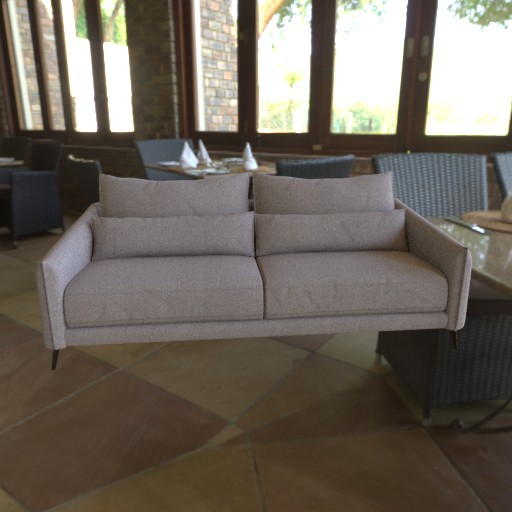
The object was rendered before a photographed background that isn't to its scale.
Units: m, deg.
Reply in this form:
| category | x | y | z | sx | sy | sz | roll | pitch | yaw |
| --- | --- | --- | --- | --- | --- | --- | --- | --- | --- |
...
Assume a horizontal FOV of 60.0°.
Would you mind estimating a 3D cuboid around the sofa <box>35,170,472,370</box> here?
| category | x | y | z | sx | sy | sz | roll | pitch | yaw |
| --- | --- | --- | --- | --- | --- | --- | --- | --- | --- |
| sofa | 0.000 | 0.000 | 2.384 | 2.022 | 0.833 | 0.809 | -2 | 17 | -6 |
